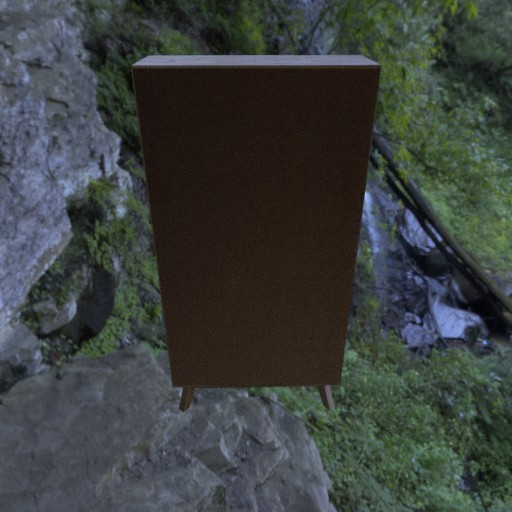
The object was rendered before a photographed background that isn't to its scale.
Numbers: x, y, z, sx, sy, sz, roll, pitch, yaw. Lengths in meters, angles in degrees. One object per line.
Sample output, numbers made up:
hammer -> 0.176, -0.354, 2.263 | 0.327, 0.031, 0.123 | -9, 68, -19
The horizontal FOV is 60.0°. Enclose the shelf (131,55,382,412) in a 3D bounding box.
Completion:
shelf -> 0.000, 0.000, 1.807 | 0.748, 1.471, 0.308 | -1, 30, -1
